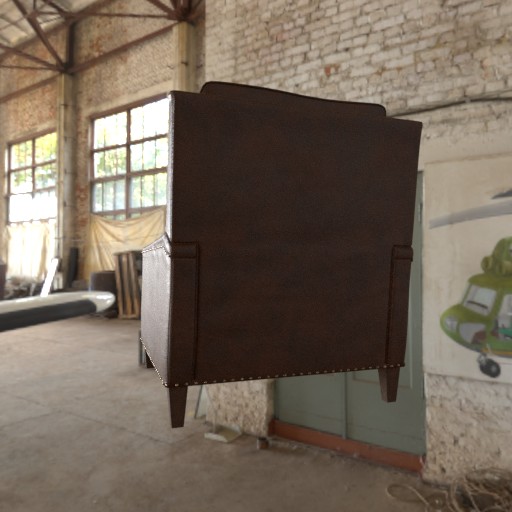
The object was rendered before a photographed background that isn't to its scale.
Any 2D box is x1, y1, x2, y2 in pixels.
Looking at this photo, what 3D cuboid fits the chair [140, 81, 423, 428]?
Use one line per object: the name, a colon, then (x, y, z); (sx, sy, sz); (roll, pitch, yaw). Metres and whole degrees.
chair: (0.000, 0.000, 1.830); (0.854, 1.054, 1.035); (0, -1, -19)
